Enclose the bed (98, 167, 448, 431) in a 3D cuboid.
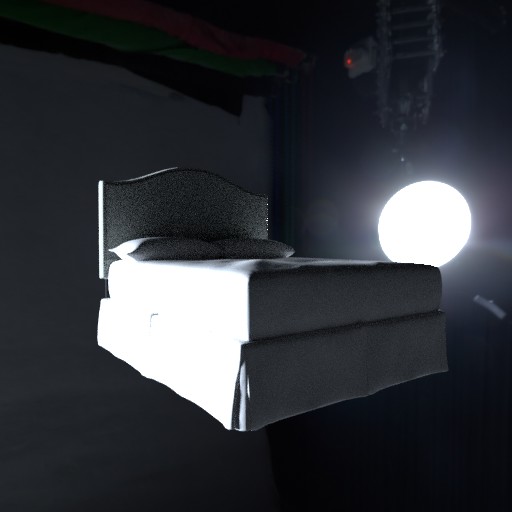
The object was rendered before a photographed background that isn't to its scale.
[{"bbox_3d":[0.000,0.000,3.369,1.813,1.607,2.180,-1,2,-36],"label":"bed"}]
